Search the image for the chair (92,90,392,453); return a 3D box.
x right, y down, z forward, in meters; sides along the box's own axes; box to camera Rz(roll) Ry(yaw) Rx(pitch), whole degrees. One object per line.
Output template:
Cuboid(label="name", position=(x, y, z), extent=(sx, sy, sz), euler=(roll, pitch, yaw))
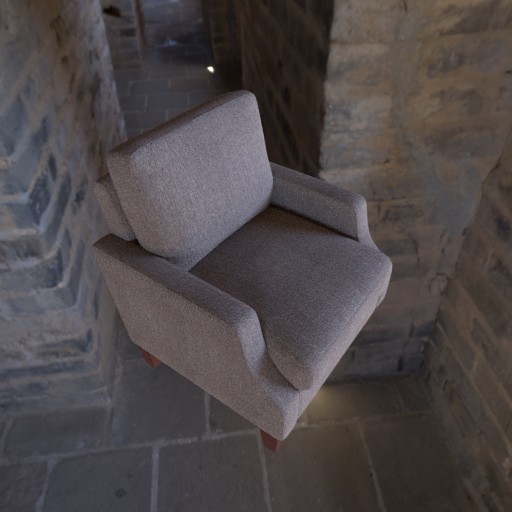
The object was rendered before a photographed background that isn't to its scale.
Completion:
Cuboid(label="chair", position=(0.000, 0.000, 1.707), extent=(0.897, 0.993, 0.855), euler=(26, 47, 26))
